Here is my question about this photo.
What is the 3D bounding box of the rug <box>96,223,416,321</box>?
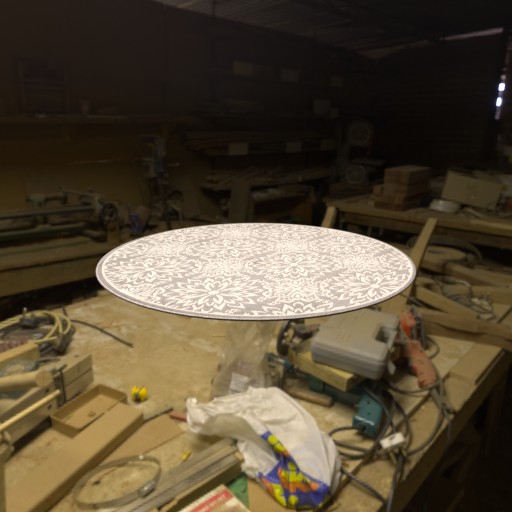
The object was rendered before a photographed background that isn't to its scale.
[{"bbox_3d":[0.000,0.000,2.330,1.593,0.012,1.593,0,17,0],"label":"rug"}]
